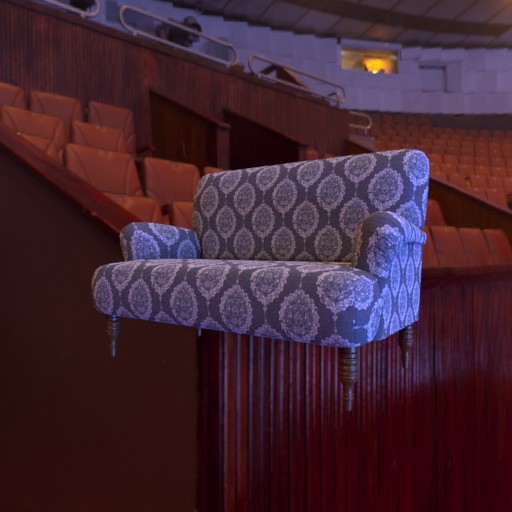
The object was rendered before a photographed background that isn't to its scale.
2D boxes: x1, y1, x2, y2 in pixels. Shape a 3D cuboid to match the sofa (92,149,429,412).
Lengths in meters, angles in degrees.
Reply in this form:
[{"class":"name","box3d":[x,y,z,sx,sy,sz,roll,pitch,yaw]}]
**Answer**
[{"class":"sofa","box3d":[0.000,0.000,1.825,1.297,0.867,0.779,1,2,36]}]
